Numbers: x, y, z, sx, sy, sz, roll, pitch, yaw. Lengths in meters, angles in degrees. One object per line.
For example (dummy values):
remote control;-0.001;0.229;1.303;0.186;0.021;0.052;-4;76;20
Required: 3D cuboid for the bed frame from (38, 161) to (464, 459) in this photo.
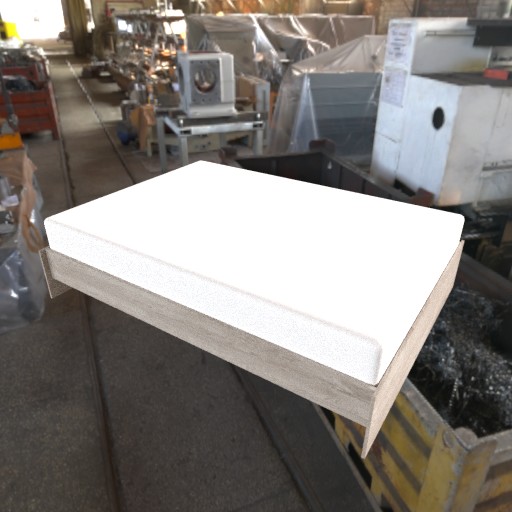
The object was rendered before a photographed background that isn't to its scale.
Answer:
bed frame;0.000;0.000;2.551;1.945;0.497;1.445;18;33;29
